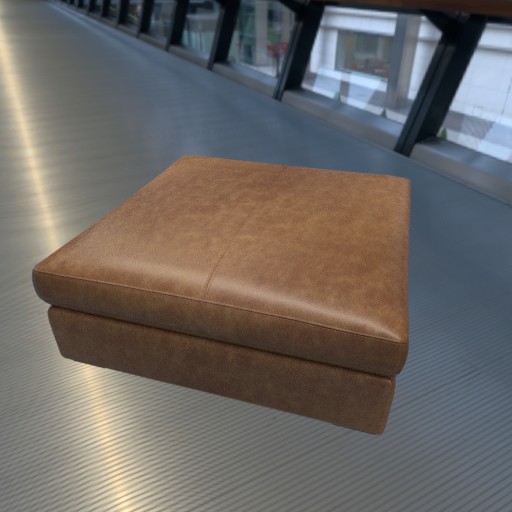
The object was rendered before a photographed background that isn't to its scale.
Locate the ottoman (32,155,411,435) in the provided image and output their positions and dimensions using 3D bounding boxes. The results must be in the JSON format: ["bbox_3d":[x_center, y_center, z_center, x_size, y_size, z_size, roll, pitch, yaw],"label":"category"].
[{"bbox_3d":[0.000,0.000,1.825,1.169,0.483,1.168,9,33,14],"label":"ottoman"}]
